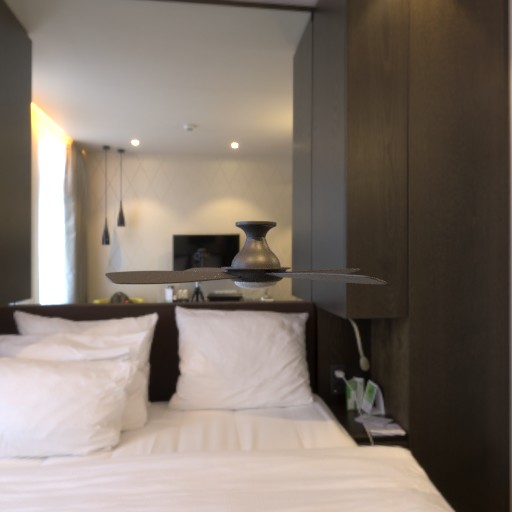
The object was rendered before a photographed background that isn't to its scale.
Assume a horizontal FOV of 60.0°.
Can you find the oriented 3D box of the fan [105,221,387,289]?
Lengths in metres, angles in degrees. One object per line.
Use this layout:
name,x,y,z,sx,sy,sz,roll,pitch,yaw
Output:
fan,0.000,0.000,2.526,1.694,0.382,1.694,0,0,-38
